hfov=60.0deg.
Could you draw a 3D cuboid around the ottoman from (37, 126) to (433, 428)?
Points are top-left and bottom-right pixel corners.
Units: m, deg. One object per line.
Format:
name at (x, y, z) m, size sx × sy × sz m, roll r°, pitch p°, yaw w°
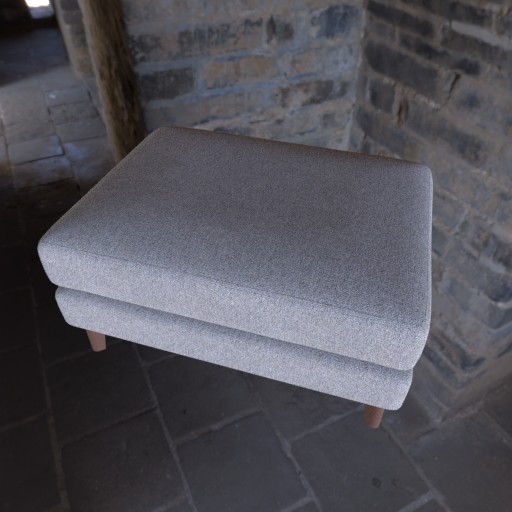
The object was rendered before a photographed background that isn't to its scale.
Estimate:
ottoman at (0.000, 0.000, 1.177) m, size 0.821 × 0.441 × 0.611 m, roll 12°, pitch 43°, yaw 13°
